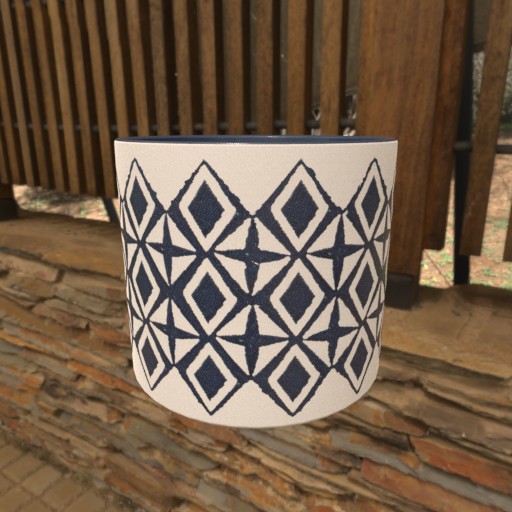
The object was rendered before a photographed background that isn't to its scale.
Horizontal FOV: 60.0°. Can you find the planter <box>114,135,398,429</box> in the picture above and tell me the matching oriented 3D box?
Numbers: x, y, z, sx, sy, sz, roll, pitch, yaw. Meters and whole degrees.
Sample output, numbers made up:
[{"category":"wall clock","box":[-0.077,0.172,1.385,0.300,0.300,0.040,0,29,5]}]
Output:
[{"category":"planter","box":[0.000,0.000,0.392,0.224,0.203,0.224,0,16,0]}]
